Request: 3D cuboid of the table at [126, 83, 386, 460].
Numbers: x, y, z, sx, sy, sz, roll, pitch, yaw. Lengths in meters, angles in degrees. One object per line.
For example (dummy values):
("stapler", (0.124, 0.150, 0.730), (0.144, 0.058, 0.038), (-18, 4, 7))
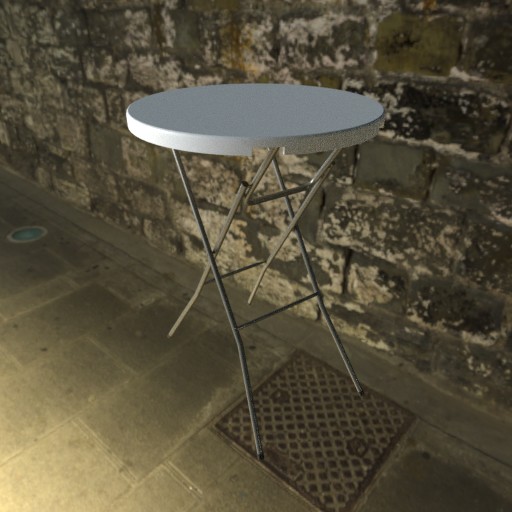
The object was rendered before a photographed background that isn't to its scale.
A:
("table", (0.000, 0.000, 1.669), (0.792, 1.105, 0.795), (-19, 35, -30))
